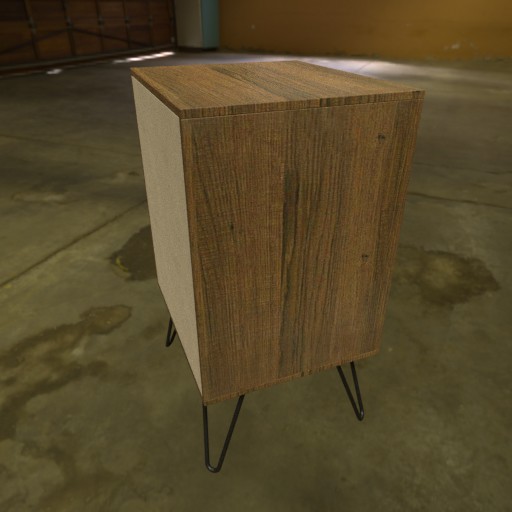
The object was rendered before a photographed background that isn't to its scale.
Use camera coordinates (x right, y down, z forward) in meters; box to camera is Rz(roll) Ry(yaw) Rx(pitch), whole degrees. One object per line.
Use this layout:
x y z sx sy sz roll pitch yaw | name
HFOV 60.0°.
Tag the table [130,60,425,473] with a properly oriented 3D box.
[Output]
0.000 0.000 1.147 0.457 0.866 0.526 -11 32 -19 | table
